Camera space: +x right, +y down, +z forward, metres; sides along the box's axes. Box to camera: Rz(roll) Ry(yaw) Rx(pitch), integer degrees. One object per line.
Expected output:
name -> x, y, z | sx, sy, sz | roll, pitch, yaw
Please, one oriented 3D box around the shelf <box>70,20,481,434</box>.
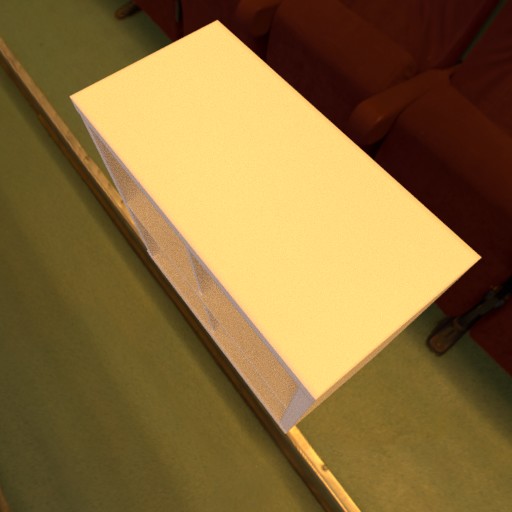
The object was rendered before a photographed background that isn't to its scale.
shelf -> 0.000, 0.000, 1.218 | 0.390, 0.786, 0.790 | -35, 70, -15
